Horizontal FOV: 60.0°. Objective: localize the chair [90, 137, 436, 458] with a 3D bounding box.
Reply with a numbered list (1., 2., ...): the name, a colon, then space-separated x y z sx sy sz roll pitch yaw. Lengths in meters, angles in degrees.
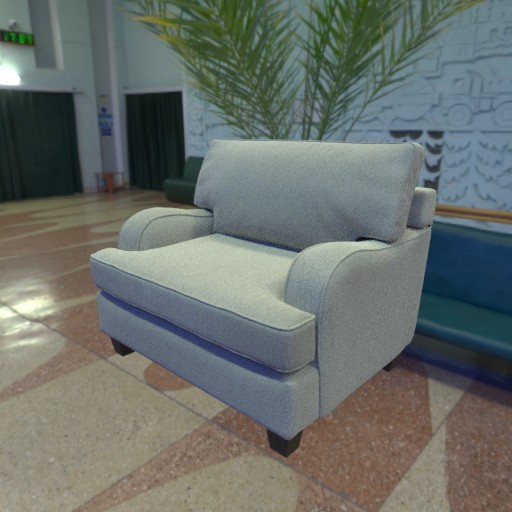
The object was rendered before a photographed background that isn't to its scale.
1. chair: 0.000 0.000 2.012 1.220 1.016 1.041 14 21 41
